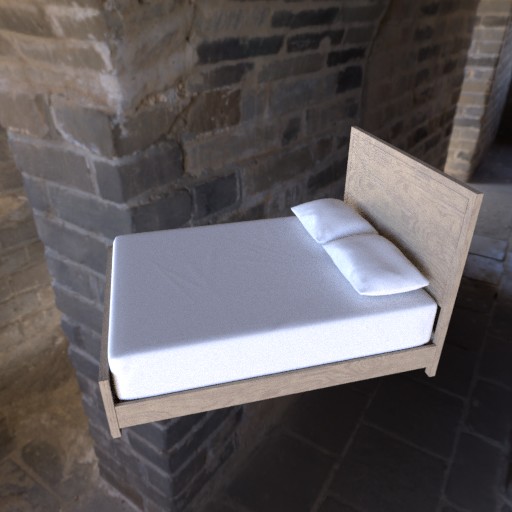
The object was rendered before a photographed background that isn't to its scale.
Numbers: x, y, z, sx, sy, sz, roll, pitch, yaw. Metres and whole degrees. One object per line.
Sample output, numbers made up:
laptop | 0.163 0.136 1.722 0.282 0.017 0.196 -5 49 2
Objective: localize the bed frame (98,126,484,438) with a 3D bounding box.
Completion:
bed frame | 0.000 0.000 3.227 2.189 1.369 1.606 -7 30 -12
